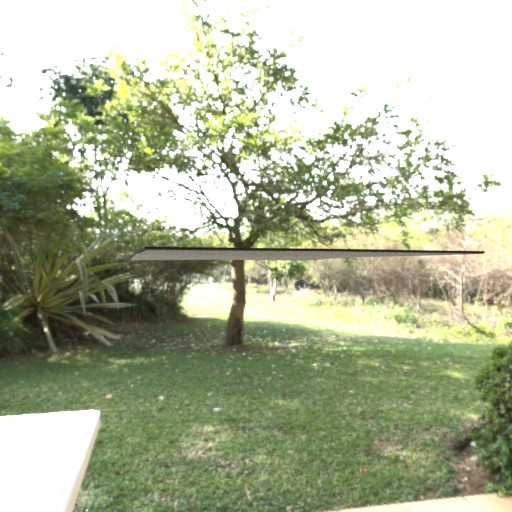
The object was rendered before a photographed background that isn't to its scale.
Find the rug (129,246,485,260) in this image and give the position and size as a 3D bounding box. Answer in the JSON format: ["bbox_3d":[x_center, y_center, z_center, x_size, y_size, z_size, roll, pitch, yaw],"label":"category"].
[{"bbox_3d":[0.000,0.000,3.028,1.616,0.030,2.338,0,-2,-17],"label":"rug"}]
